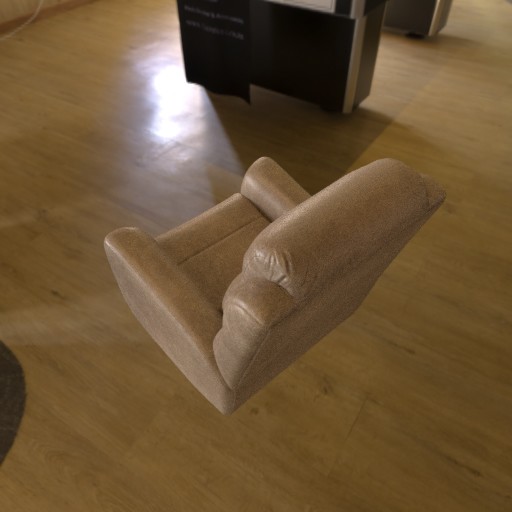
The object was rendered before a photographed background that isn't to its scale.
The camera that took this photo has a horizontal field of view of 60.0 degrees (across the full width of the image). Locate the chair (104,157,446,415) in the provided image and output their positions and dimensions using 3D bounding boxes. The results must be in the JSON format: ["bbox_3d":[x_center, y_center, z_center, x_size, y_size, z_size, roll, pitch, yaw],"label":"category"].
[{"bbox_3d":[0.000,0.000,1.927,0.965,1.116,1.068,-32,54,-27],"label":"chair"}]
